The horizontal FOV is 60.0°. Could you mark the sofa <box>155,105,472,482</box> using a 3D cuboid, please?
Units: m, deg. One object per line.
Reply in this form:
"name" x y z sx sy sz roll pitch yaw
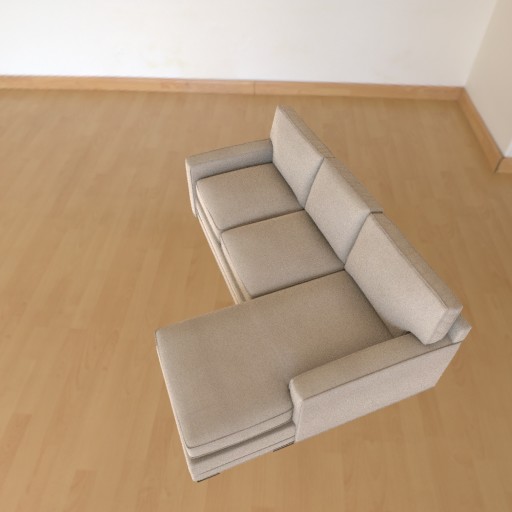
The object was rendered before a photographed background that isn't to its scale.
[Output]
"sofa" 0.000 0.000 2.834 1.496 0.861 2.087 -16 49 -14
